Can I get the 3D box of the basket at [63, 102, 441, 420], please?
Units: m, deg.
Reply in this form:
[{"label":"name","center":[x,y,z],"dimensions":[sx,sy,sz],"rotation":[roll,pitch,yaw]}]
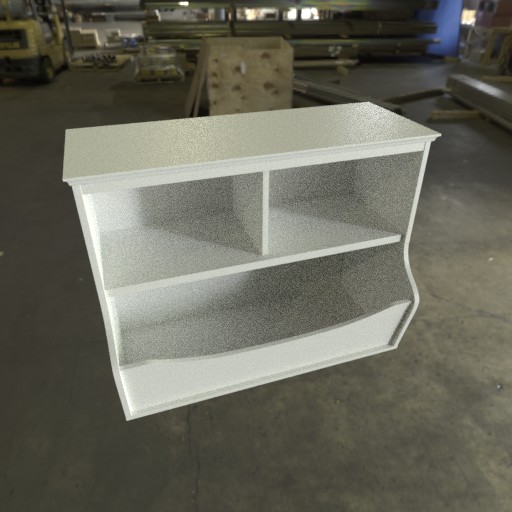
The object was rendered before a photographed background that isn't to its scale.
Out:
[{"label":"basket","center":[0.000,0.000,1.142],"dimensions":[0.792,0.625,0.376],"rotation":[-10,34,-16]}]
